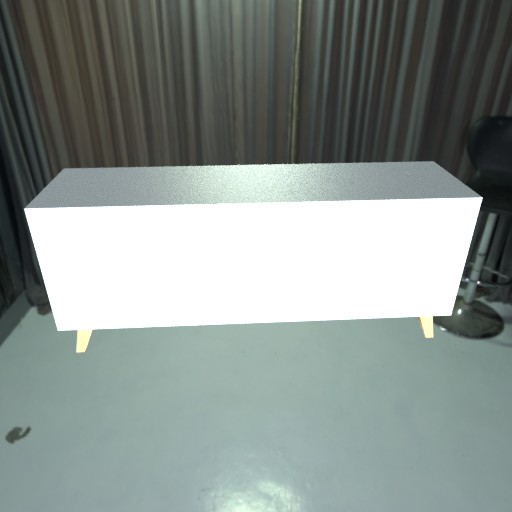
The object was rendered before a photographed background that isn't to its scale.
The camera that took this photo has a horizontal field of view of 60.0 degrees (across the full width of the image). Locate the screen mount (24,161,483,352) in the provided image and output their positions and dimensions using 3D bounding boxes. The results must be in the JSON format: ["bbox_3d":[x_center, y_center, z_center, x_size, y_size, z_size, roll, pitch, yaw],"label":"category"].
[{"bbox_3d":[0.000,0.000,1.764,1.490,0.619,0.400,-2,29,-3],"label":"screen mount"}]
